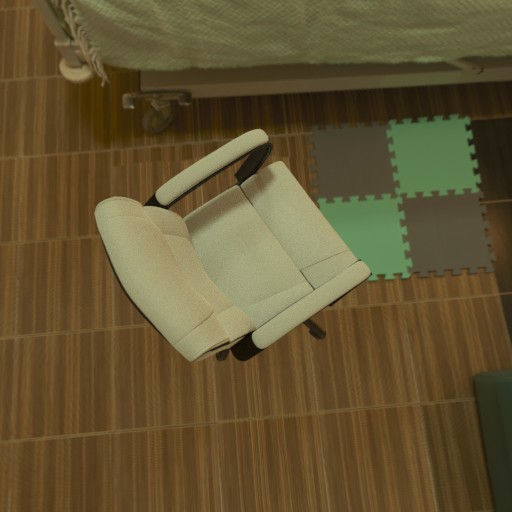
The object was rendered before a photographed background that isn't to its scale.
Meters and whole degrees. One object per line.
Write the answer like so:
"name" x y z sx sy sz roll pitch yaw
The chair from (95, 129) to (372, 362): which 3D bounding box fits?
"chair" 0.000 0.000 1.508 0.717 1.004 0.739 -33 79 -8
